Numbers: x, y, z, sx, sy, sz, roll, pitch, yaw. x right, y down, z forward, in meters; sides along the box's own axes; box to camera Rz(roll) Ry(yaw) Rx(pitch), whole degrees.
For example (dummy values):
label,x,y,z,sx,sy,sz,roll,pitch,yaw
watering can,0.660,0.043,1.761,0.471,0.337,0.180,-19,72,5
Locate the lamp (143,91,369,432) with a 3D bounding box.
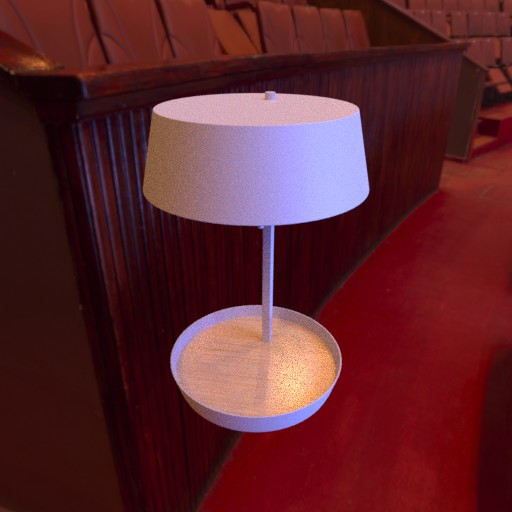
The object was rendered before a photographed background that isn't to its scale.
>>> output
label,x,y,z,sx,sy,sz,roll,pitch,yaw
lamp,0.000,0.000,0.634,0.291,0.429,0.291,0,27,0
